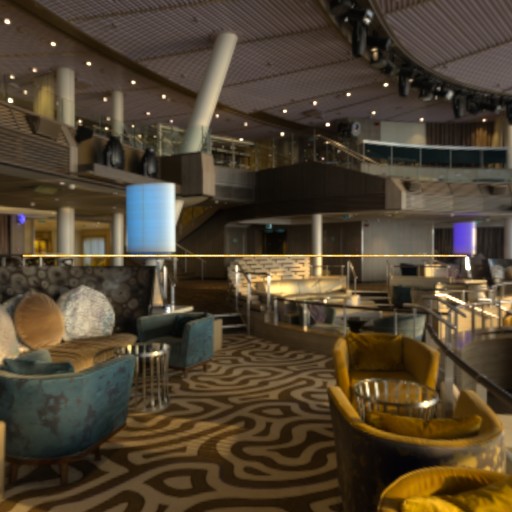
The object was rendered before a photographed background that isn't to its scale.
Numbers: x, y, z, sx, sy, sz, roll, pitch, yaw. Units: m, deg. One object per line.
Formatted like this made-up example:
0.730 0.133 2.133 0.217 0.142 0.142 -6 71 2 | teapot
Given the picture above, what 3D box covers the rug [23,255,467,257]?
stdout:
0.000 0.000 2.714 2.438 0.010 0.775 0 0 -16 | rug
